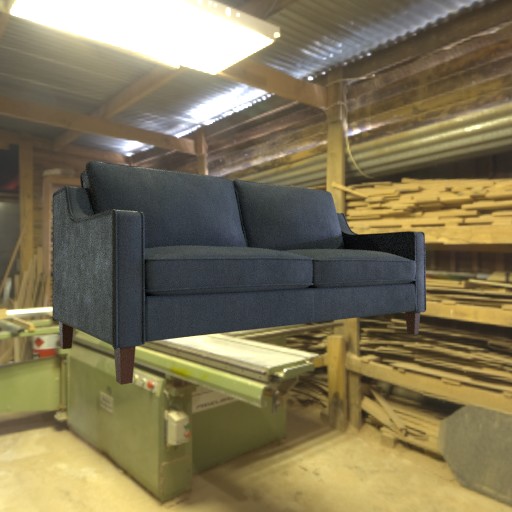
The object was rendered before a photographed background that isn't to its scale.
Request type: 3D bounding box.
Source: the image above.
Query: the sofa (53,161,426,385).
[{"bbox_3d":[0.000,0.000,2.811,2.178,1.071,1.066,1,-1,-37],"label":"sofa"}]
